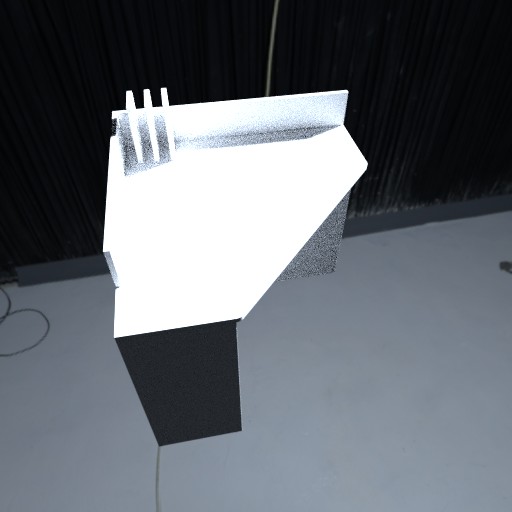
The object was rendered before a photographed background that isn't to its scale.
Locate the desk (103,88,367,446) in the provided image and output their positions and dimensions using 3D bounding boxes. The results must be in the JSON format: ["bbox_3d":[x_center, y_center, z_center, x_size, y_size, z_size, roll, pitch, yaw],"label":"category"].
[{"bbox_3d":[0.000,0.000,1.736,0.940,0.986,0.940,-8,47,-7],"label":"desk"}]
